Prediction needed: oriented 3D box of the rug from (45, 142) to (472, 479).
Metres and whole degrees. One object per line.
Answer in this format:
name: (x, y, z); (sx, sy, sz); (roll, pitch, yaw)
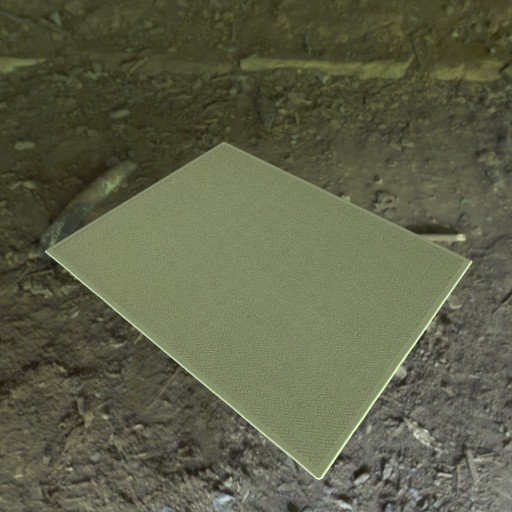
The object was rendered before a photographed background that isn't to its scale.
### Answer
rug: (0.000, 0.000, 4.018); (3.051, 0.020, 2.407); (31, 54, 26)
